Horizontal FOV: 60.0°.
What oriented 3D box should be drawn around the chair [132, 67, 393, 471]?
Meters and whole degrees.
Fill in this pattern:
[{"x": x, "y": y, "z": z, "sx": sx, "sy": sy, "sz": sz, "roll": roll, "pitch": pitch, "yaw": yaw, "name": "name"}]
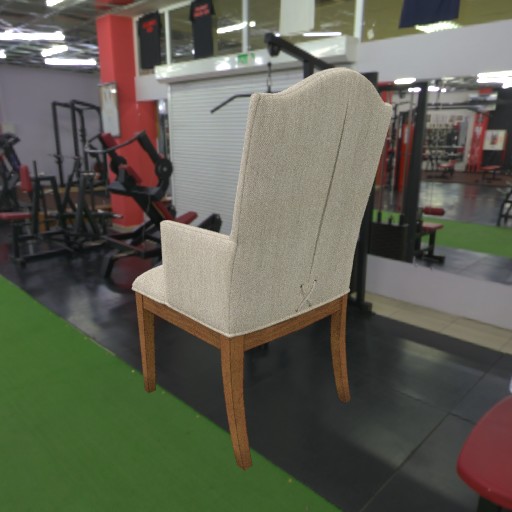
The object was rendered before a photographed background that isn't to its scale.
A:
[{"x": 0.000, "y": 0.000, "z": 1.359, "sx": 0.533, "sy": 1.016, "sz": 0.641, "roll": -14, "pitch": 21, "yaw": -41, "name": "chair"}]
